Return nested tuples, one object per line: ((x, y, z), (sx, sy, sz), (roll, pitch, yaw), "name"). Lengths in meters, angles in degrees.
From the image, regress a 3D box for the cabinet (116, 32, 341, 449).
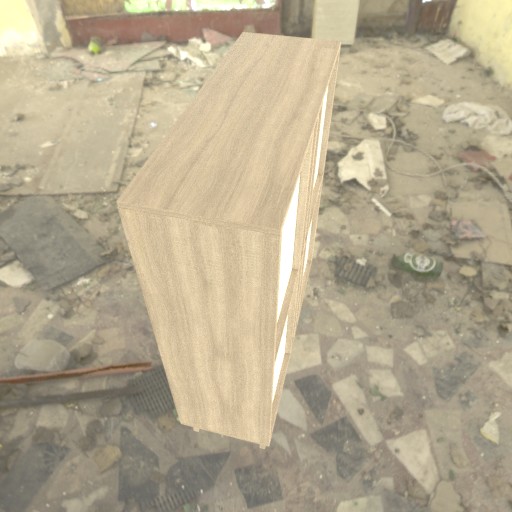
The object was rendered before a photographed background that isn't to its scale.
((0.000, 0.000, 1.880), (0.398, 1.388, 1.111), (10, 47, 10), "cabinet")
